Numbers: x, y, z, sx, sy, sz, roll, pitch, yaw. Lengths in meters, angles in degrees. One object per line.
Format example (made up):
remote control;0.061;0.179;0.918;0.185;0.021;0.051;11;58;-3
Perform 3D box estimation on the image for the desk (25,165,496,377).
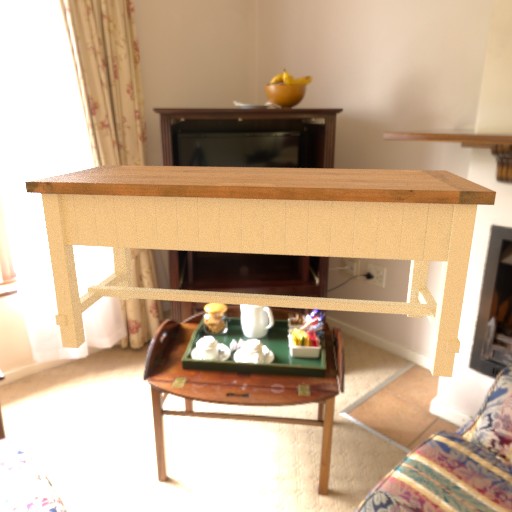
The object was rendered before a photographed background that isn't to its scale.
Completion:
desk;0.000;0.000;2.117;1.803;0.762;0.688;2;17;8
